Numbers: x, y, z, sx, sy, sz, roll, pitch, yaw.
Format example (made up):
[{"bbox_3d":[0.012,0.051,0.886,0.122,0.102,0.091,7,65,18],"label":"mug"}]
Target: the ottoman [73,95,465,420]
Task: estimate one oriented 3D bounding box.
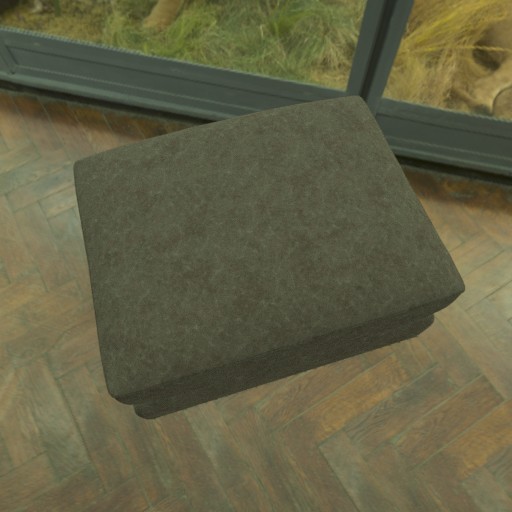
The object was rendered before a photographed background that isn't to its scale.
[{"bbox_3d":[0.000,0.000,1.127,0.741,0.513,0.584,-15,65,-7],"label":"ottoman"}]
